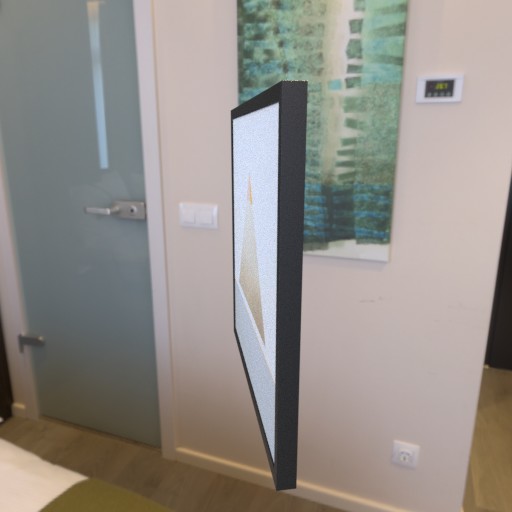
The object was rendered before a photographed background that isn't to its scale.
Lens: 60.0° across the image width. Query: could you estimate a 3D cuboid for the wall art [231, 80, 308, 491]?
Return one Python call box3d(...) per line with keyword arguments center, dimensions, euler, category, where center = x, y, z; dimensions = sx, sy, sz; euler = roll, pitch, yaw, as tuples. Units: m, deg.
box3d(center=(0.000, 0.000, 1.155), dimensions=(0.042, 0.766, 0.769), euler=(-2, 15, -9), category="wall art")
